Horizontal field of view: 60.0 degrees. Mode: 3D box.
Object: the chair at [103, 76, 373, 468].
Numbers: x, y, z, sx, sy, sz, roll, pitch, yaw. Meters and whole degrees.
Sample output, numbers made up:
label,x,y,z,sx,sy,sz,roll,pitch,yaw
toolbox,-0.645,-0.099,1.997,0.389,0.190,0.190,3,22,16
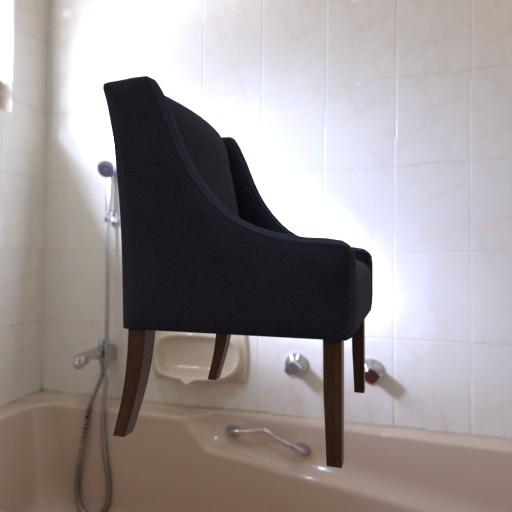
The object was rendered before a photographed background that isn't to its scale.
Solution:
label,x,y,z,sx,sy,sz,roll,pitch,yaw
chair,0.000,0.000,1.301,0.629,0.895,0.629,0,-1,18
